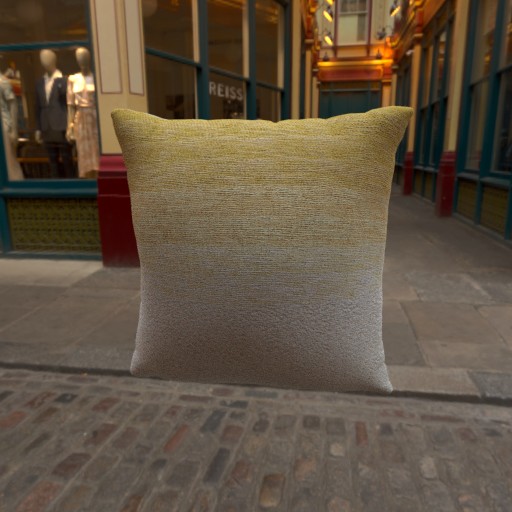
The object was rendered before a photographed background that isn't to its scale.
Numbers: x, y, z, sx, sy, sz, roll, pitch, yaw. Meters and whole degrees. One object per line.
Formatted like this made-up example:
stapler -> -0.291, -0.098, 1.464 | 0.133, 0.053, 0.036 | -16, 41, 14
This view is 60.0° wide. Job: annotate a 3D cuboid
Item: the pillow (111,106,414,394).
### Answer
pillow -> 0.000, 0.000, 0.704 | 0.450, 0.450, 0.211 | 2, 14, 8
